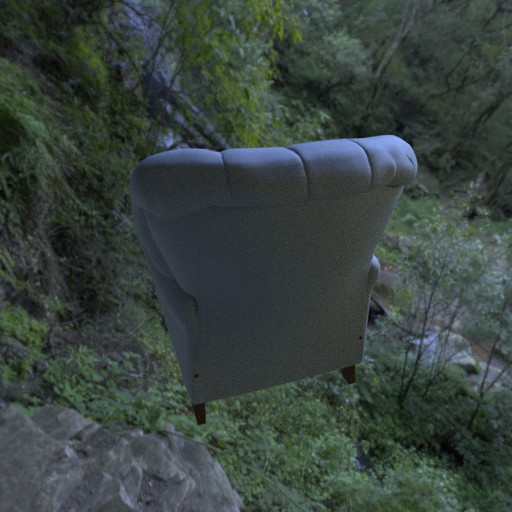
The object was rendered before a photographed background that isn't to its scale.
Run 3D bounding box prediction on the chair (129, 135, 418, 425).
[{"bbox_3d":[0.000,0.000,2.084,1.090,1.217,1.128,-9,29,-17],"label":"chair"}]
